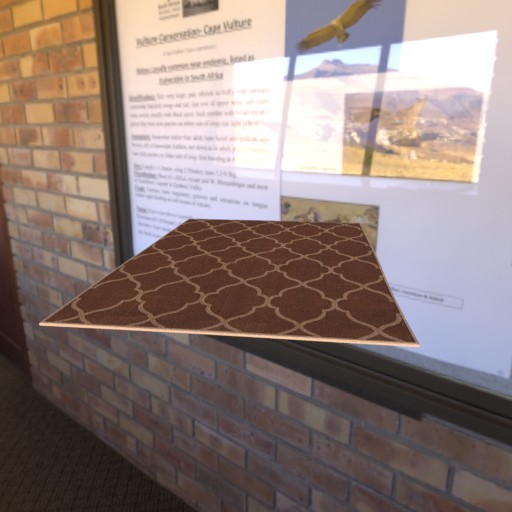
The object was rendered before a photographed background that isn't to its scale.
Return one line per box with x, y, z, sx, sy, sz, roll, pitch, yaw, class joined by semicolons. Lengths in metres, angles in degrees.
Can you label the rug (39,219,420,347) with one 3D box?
0.000;0.000;2.821;1.526;0.014;2.290;2;16;7;rug
